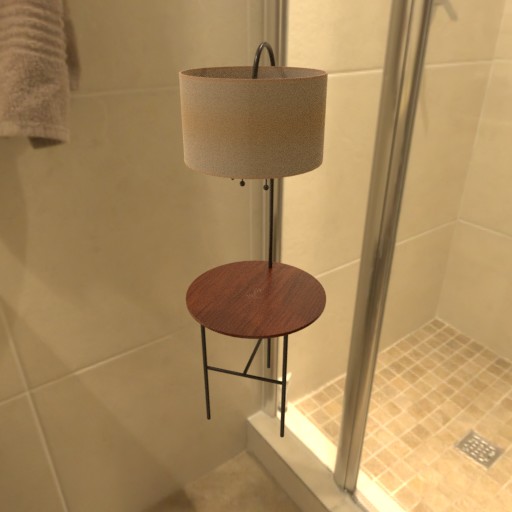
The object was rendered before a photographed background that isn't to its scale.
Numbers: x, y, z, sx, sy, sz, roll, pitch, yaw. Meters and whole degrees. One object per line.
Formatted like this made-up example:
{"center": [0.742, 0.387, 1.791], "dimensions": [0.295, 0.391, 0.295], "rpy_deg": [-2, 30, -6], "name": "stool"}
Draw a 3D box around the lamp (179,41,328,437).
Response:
{"center": [0.000, 0.000, 1.745], "dimensions": [0.573, 1.517, 0.573], "rpy_deg": [0, 27, 0], "name": "lamp"}
